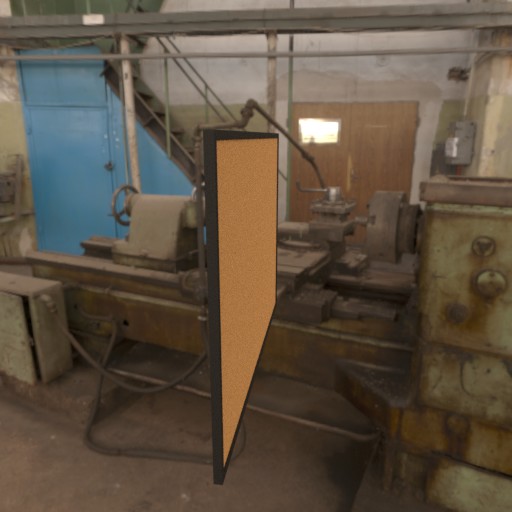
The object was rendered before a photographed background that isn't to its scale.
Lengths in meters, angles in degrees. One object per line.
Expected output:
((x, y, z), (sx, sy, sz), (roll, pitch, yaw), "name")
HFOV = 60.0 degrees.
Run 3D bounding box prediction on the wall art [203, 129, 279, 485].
((0.000, 0.000, 0.852), (0.013, 0.458, 0.664), (2, 15, 9), "wall art")
